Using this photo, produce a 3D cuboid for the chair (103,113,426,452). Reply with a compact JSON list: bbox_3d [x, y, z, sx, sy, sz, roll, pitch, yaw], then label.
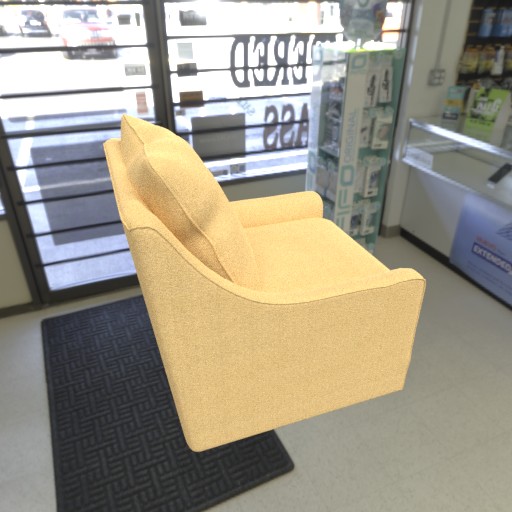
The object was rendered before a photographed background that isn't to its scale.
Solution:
[{"bbox_3d":[0.000,0.000,1.555,0.876,0.927,0.760,-10,31,-17],"label":"chair"}]
